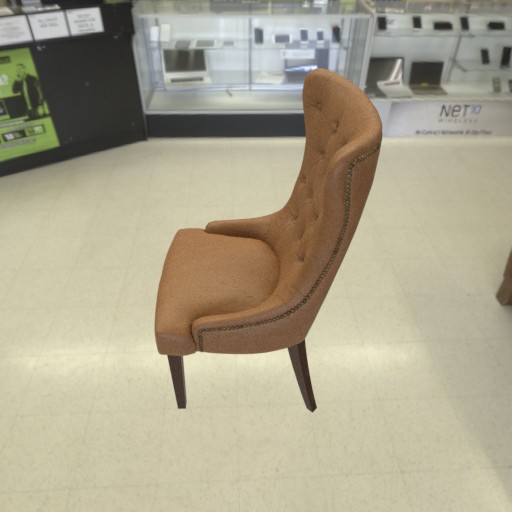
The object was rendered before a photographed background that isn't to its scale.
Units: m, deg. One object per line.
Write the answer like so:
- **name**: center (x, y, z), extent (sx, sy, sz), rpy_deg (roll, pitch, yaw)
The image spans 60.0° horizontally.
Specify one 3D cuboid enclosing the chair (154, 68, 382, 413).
- **chair**: center (0.000, 0.000, 1.506), extent (0.669, 1.065, 0.611), rpy_deg (0, 40, 0)
